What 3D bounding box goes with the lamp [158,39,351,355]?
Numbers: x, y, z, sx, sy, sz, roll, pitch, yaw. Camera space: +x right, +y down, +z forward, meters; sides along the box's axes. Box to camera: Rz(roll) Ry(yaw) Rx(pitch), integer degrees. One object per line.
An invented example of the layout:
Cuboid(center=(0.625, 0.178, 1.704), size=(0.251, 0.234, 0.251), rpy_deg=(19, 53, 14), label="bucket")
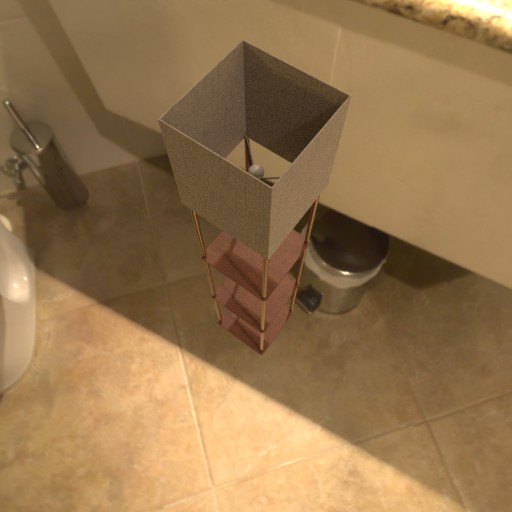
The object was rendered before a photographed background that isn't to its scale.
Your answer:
Cuboid(center=(0.000, 0.000, 1.696), size=(0.308, 1.569, 0.310), rpy_deg=(34, 69, 14), label="lamp")
